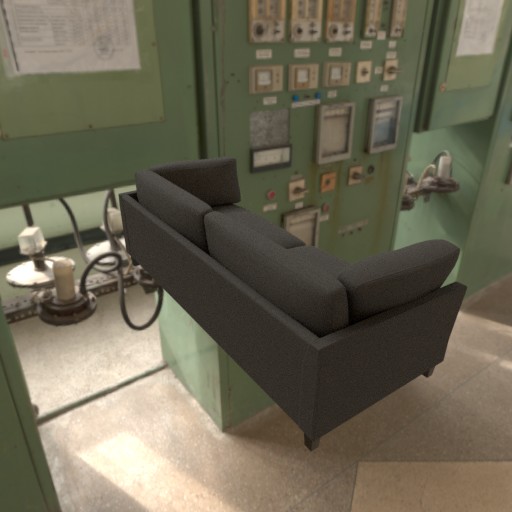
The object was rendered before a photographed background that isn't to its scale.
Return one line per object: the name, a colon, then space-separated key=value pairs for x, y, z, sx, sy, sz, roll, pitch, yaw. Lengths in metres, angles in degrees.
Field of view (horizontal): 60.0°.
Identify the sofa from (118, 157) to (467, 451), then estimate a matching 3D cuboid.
sofa: x=0.000 y=0.000 z=2.836 sx=0.969 sy=0.792 sz=2.312 roll=-17 pitch=32 yaw=-31
